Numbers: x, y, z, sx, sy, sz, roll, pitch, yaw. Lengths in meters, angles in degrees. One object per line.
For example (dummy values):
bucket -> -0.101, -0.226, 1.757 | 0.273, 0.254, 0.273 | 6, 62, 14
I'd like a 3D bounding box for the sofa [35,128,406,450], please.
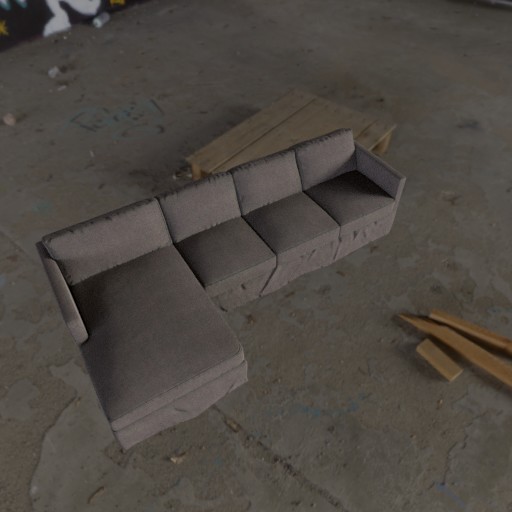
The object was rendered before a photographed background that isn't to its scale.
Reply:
sofa -> 0.000, 0.000, 3.821 | 3.205, 0.922, 1.650 | -24, 51, -21
